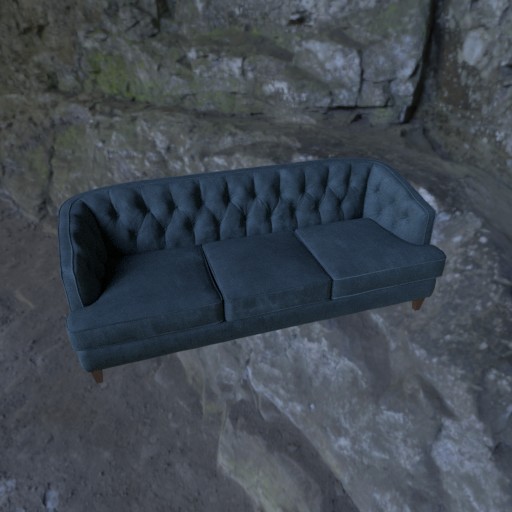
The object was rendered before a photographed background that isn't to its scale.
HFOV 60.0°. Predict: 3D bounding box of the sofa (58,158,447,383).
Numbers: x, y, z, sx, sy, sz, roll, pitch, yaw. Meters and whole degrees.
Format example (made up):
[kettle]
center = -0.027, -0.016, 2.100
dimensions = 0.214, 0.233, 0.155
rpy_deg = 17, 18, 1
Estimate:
[sofa]
center = 0.000, 0.000, 2.865
dimensions = 2.278, 0.855, 0.941
rpy_deg = -10, 33, -15
